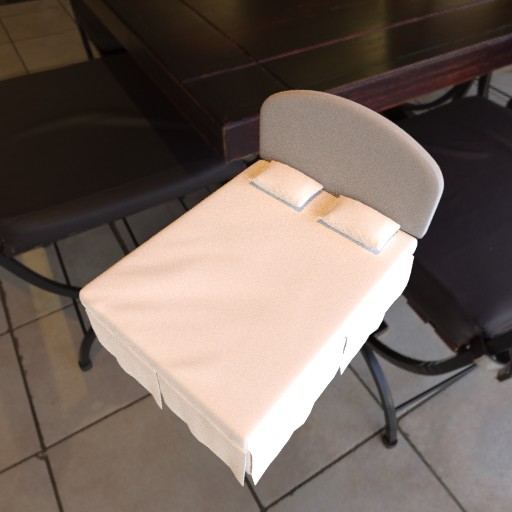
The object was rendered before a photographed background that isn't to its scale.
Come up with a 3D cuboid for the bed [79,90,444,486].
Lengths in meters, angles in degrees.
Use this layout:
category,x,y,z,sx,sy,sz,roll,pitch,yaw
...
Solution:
category,x,y,z,sx,sy,sz,roll,pitch,yaw
bed,0.000,0.000,2.983,1.607,1.410,2.005,33,56,25
